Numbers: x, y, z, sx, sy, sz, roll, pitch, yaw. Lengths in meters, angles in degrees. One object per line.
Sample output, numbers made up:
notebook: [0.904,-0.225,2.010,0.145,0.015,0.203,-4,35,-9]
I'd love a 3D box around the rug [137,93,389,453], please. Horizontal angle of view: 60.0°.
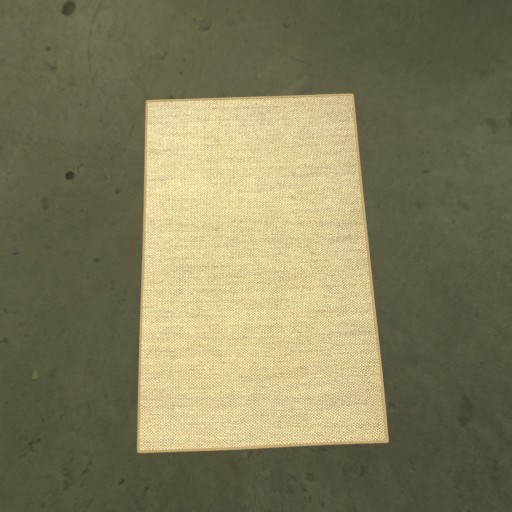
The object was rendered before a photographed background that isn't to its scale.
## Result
rug: [0.000,0.000,2.057,1.062,0.013,1.667,-2,76,-1]
